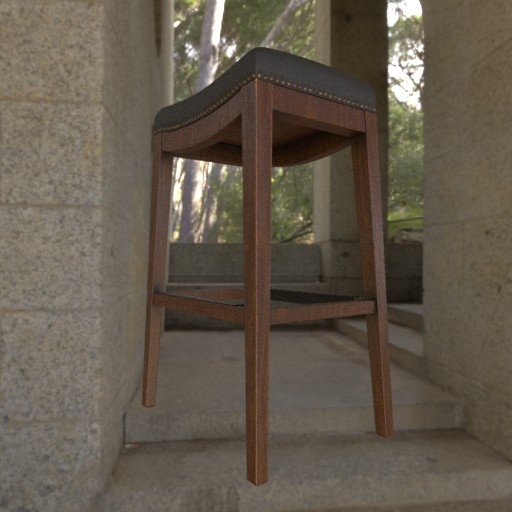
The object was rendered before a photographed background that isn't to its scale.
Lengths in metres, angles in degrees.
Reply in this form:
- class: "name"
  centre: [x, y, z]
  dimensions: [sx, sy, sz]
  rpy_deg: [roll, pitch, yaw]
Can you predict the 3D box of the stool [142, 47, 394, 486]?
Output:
- class: "stool"
  centre: [0.000, 0.000, 1.040]
  dimensions: [0.361, 0.765, 0.500]
  rpy_deg: [0, 0, -36]
